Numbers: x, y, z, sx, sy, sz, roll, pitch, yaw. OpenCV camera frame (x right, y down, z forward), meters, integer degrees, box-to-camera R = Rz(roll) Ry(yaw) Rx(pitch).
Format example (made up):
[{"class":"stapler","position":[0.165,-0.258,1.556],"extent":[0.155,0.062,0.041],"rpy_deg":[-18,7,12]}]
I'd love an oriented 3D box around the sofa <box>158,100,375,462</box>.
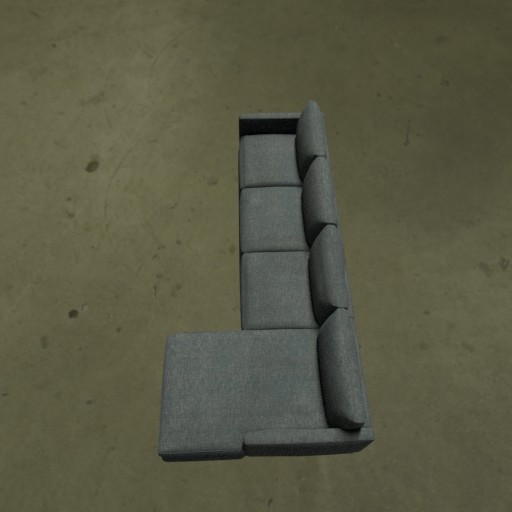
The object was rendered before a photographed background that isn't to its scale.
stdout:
[{"class":"sofa","position":[0.000,0.000,3.544],"extent":[1.350,0.810,2.932],"rpy_deg":[-1,58,-1]}]
